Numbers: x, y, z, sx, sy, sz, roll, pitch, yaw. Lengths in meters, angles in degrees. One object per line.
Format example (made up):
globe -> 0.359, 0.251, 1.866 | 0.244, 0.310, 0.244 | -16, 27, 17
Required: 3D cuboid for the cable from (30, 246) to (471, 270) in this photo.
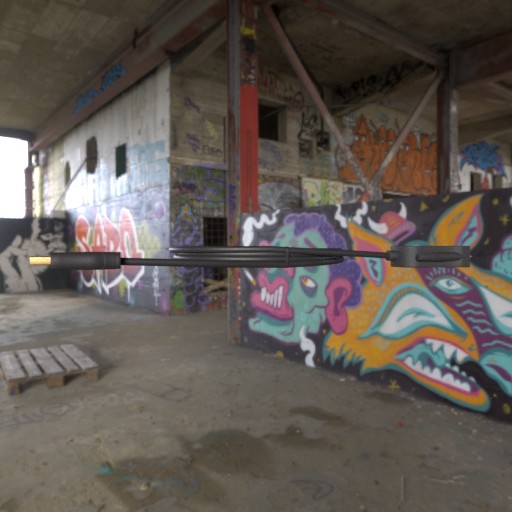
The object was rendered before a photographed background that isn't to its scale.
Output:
cable -> 0.000, 0.000, 0.328 | 0.281, 0.015, 0.136 | 0, 1, -18
